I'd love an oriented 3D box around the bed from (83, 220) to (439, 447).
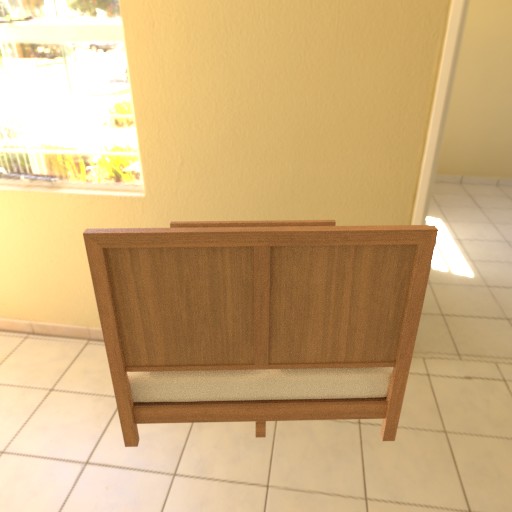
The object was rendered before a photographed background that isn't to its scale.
[{"bbox_3d":[0.000,0.000,3.286,1.606,1.387,2.184,-1,28,-1],"label":"bed"}]
